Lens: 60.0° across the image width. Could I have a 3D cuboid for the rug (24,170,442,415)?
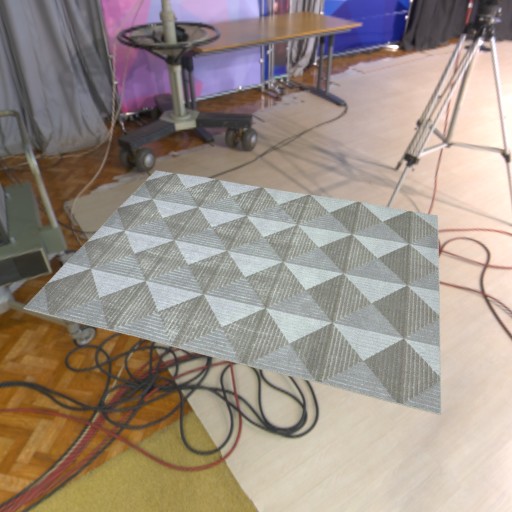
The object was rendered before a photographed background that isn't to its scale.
[{"bbox_3d":[0.000,0.000,4.222,3.333,0.027,2.428,11,41,13],"label":"rug"}]
